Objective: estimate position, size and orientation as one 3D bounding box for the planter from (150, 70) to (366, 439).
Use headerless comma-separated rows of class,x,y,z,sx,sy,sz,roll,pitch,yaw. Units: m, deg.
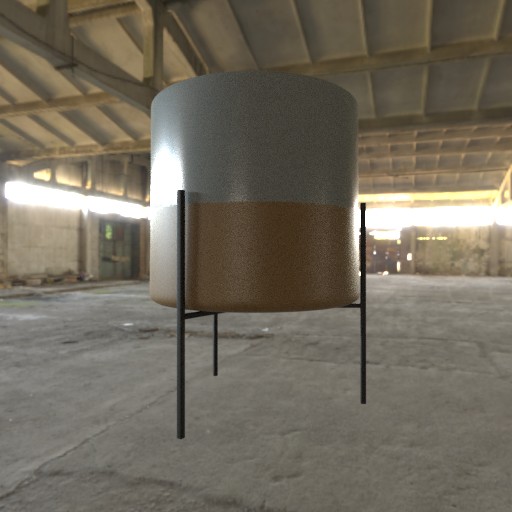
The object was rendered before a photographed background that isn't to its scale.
planter,0.000,0.000,0.655,0.310,0.432,0.310,0,0,18
